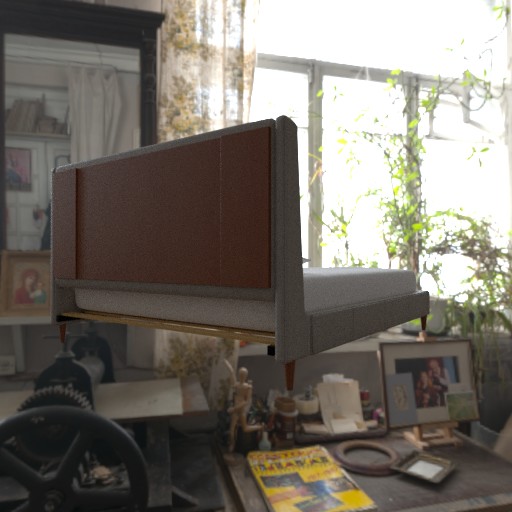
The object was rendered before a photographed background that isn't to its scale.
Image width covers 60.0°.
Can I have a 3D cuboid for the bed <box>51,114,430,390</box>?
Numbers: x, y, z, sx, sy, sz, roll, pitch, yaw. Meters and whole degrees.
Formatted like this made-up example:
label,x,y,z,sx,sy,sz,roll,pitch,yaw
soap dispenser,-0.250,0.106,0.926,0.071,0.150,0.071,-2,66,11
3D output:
label,x,y,z,sx,sy,sz,roll,pitch,yaw
bed,0.000,0.000,3.558,2.062,1.289,2.342,0,0,37
